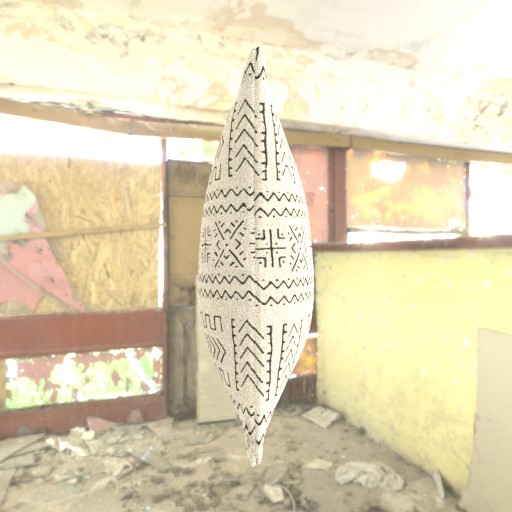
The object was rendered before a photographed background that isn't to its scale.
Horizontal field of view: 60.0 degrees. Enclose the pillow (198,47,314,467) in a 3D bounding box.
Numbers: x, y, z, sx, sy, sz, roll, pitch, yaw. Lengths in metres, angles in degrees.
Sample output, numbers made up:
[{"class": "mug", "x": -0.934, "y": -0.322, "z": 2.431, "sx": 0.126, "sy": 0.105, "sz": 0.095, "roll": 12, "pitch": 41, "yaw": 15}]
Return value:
[{"class": "pillow", "x": 0.000, "y": 0.000, "z": 0.666, "sx": 0.164, "sy": 0.430, "sz": 0.438, "roll": 0, "pitch": 0, "yaw": 0}]
